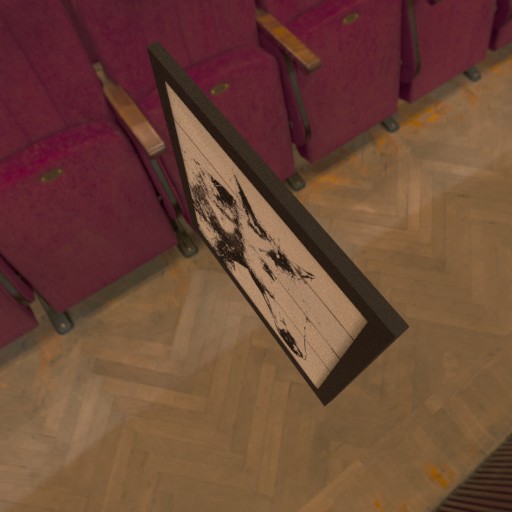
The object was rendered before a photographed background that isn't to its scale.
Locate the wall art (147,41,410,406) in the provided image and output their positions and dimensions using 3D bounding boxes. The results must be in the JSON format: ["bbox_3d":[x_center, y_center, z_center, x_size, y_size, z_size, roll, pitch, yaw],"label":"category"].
[{"bbox_3d":[0.000,0.000,1.518,0.038,1.016,1.016,-32,68,-15],"label":"wall art"}]
